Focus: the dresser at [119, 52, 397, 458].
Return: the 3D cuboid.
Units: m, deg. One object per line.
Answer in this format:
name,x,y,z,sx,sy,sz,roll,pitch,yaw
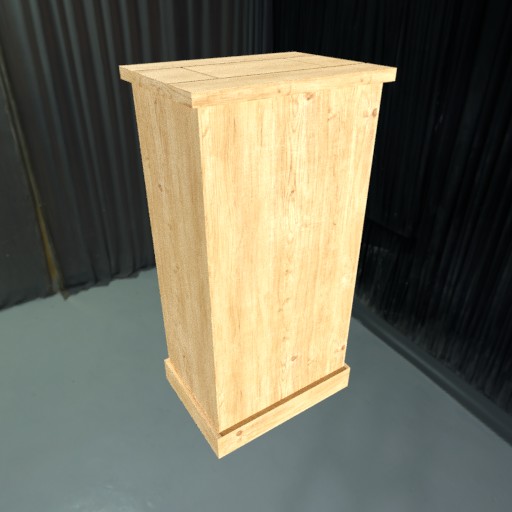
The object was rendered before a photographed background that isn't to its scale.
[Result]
dresser,0.000,0.000,1.315,0.531,1.041,0.390,-19,35,-28
